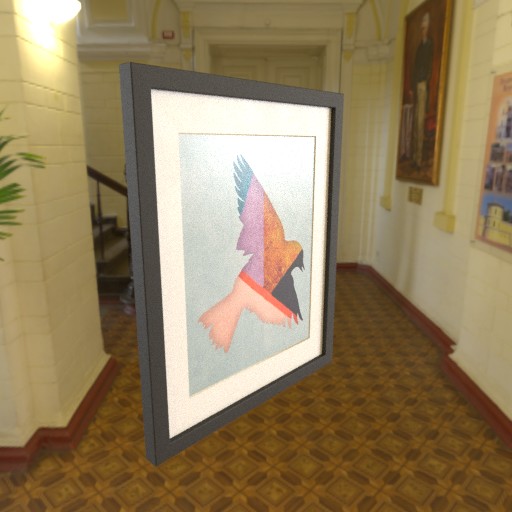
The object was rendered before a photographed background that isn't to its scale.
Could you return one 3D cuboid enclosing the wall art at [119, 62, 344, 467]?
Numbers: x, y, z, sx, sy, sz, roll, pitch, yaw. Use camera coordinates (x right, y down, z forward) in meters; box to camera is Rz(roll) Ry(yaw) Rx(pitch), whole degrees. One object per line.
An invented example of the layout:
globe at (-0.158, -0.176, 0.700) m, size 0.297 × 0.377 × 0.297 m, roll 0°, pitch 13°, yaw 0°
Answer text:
wall art at (0.000, 0.000, 0.758) m, size 0.028 × 0.558 × 0.457 m, roll 13°, pitch 19°, yaw 42°
